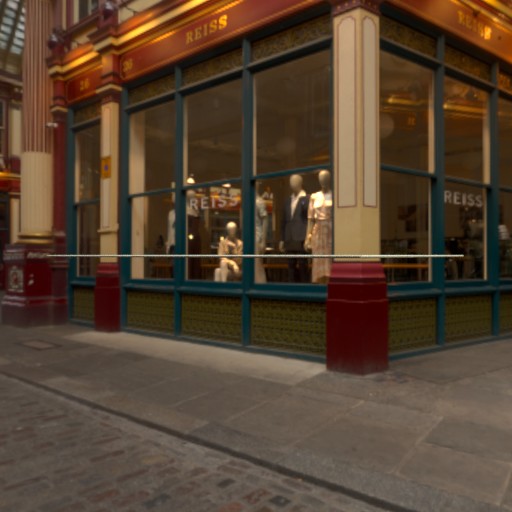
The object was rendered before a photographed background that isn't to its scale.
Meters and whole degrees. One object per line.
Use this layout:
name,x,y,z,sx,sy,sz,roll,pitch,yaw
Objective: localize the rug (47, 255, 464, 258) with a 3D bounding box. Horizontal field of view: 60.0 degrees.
rug,0.000,0.000,4.262,3.204,0.016,2.452,0,0,37
